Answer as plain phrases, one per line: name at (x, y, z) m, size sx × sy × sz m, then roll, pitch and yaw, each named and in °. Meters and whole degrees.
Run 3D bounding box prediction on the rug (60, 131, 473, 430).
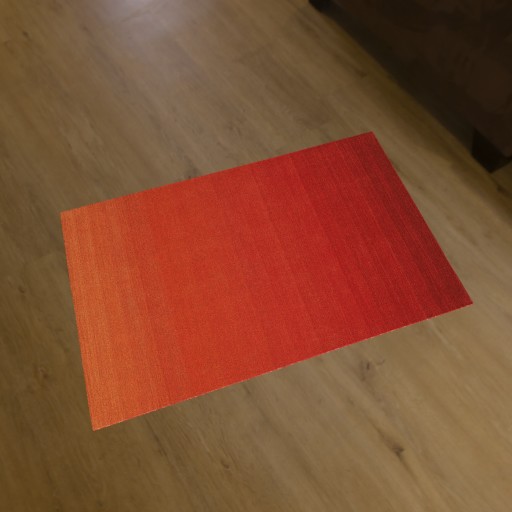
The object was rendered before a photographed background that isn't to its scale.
rug at (0.000, 0.000, 3.001) m, size 2.442 × 0.010 × 1.531 m, roll -16°, pitch 64°, yaw -8°
